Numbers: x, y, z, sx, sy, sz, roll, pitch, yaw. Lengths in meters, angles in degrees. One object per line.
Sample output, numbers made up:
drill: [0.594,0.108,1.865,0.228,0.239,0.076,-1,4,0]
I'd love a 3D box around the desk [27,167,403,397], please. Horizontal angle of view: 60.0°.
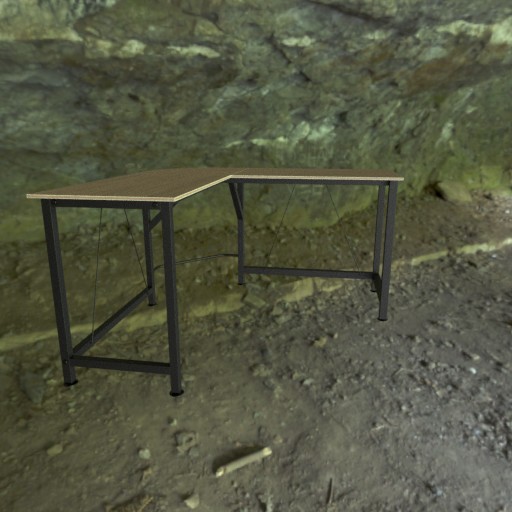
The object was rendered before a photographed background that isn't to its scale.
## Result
desk: [0.000,0.000,2.209,1.400,0.762,1.400,2,15,9]
